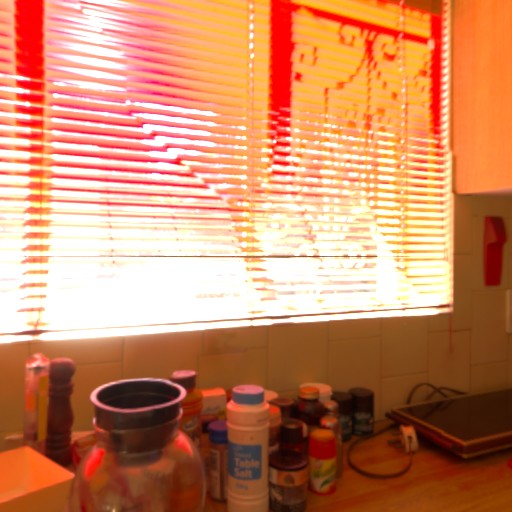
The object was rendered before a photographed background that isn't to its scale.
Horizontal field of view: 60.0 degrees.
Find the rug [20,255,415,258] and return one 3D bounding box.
[{"bbox_3d":[0.000,0.000,4.005,2.438,0.013,3.048,0,0,36],"label":"rug"}]
